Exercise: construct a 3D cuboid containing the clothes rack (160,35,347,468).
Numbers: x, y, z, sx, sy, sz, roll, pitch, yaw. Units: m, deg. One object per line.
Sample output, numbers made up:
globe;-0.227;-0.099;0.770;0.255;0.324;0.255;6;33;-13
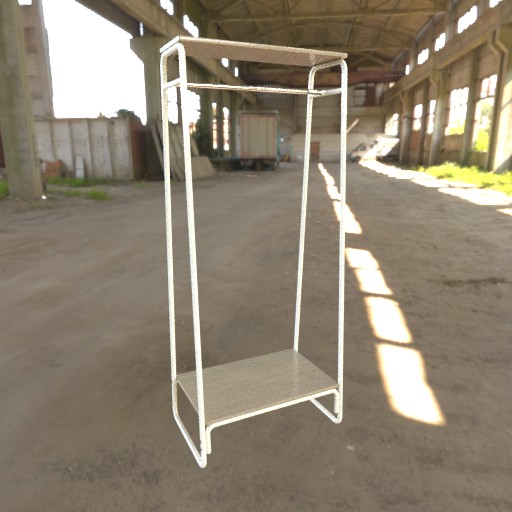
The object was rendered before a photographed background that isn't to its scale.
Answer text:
clothes rack;0.000;0.000;1.772;0.640;1.512;0.400;-7;16;-25
